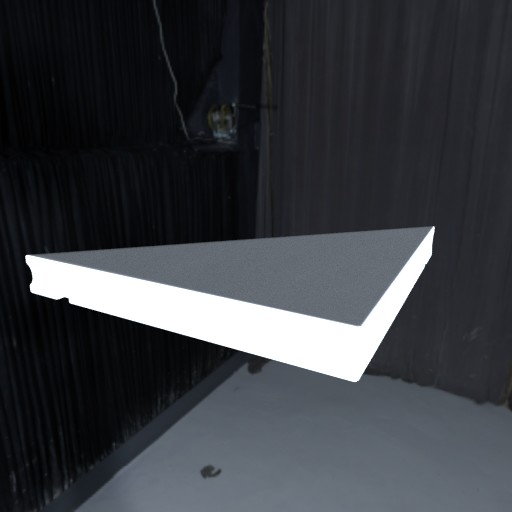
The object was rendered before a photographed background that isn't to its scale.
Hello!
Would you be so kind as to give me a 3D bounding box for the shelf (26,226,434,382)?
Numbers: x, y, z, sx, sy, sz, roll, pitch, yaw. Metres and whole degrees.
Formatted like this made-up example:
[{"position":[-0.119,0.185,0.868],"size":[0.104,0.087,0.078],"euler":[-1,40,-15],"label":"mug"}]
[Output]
[{"position":[0.000,0.000,0.443],"size":[0.296,0.035,0.296],"euler":[9,19,28],"label":"shelf"}]
